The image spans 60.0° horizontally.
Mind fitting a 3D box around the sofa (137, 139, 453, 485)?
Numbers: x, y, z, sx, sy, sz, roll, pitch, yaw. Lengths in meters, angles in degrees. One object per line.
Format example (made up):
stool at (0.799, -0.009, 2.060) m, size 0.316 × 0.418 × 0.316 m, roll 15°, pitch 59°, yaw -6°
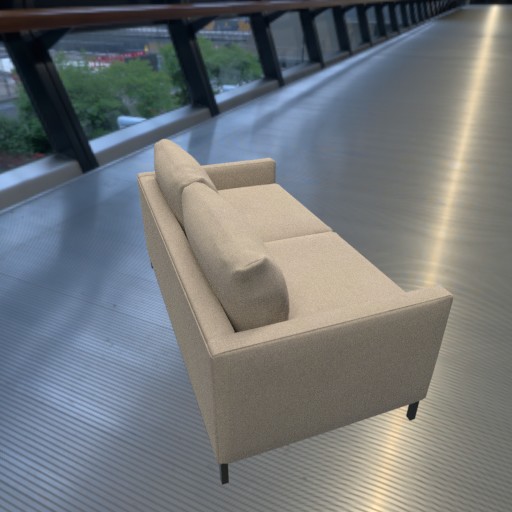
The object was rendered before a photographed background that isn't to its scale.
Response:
sofa at (0.000, 0.000, 2.138) m, size 0.875 × 0.840 × 1.682 m, roll -10°, pitch 31°, yaw -18°
